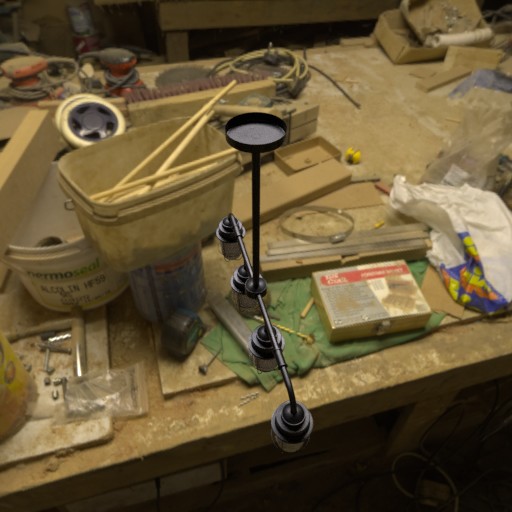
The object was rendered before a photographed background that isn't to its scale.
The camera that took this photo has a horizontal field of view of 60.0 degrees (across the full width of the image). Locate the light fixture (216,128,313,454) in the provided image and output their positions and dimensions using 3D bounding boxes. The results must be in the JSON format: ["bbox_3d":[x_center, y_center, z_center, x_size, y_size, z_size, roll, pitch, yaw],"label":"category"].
[{"bbox_3d":[0.000,0.000,1.220,0.131,0.785,0.852,-11,47,-10],"label":"light fixture"}]
